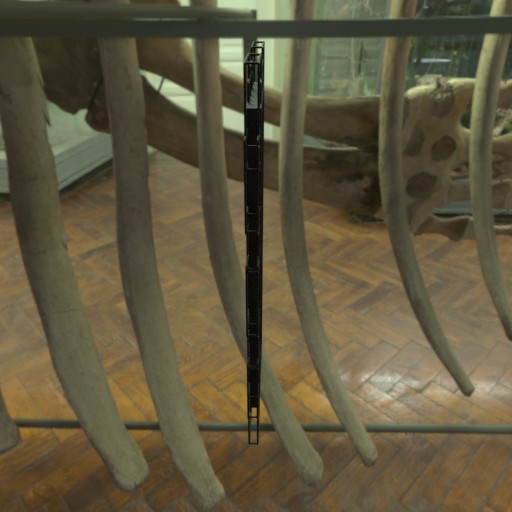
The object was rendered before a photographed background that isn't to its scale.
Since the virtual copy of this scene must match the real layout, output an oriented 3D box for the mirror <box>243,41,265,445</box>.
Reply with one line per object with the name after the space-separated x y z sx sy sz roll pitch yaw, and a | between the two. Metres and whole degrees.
0.000 0.000 1.403 0.037 1.192 0.565 1 30 2 | mirror
